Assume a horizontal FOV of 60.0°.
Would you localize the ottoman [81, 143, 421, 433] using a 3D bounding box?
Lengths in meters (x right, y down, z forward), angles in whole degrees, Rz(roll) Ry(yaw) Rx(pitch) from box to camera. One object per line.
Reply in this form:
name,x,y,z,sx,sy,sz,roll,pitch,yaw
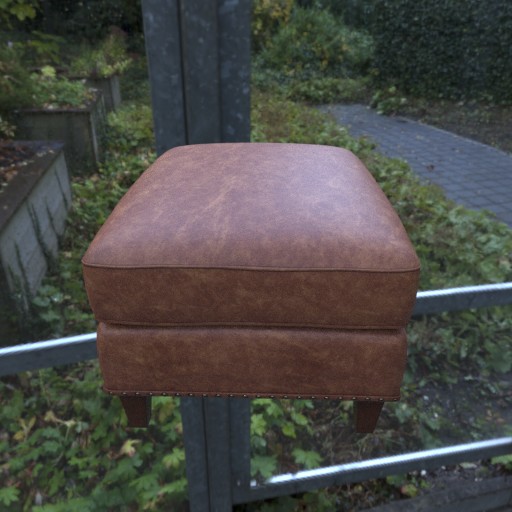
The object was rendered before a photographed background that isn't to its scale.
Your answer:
ottoman,0.000,0.000,1.124,0.586,0.486,0.742,1,27,2
